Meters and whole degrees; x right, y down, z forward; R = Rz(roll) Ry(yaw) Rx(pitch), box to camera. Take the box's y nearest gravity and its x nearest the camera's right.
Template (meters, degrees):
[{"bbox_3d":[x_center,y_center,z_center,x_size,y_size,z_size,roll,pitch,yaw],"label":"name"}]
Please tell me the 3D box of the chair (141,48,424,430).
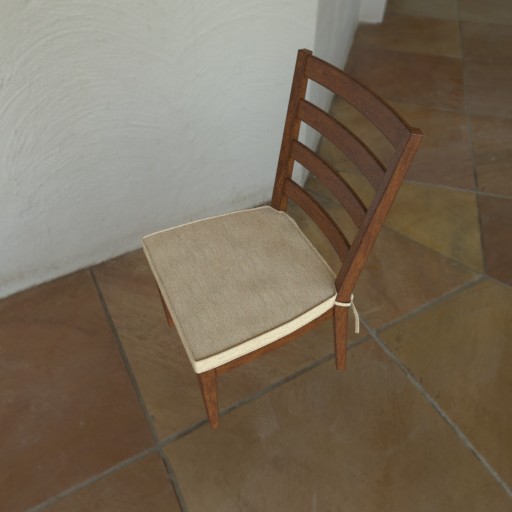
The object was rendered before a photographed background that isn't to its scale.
[{"bbox_3d":[0.000,0.000,1.358,0.595,0.979,0.593,-19,49,-17],"label":"chair"}]
